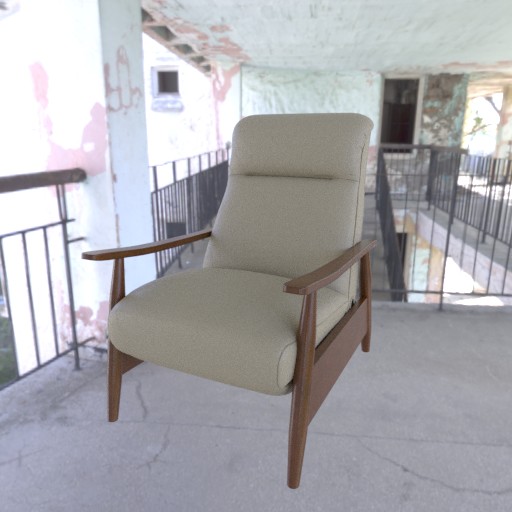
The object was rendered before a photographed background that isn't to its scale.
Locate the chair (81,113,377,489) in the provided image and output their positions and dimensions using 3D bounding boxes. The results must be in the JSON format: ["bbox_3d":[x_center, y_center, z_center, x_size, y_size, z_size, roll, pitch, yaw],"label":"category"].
[{"bbox_3d":[0.000,0.000,1.711,0.762,1.082,1.014,7,17,25],"label":"chair"}]
